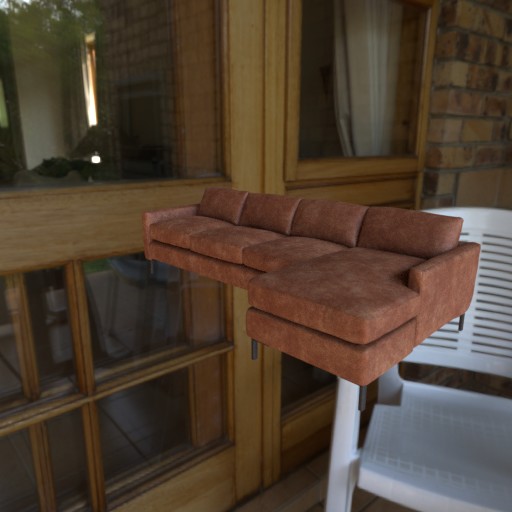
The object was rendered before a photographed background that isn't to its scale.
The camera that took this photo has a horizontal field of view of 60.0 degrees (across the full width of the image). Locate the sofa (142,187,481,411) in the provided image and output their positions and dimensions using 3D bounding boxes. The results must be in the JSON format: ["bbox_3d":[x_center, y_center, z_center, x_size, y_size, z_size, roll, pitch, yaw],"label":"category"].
[{"bbox_3d":[0.000,0.000,3.648,2.993,0.859,1.471,14,21,43],"label":"sofa"}]
